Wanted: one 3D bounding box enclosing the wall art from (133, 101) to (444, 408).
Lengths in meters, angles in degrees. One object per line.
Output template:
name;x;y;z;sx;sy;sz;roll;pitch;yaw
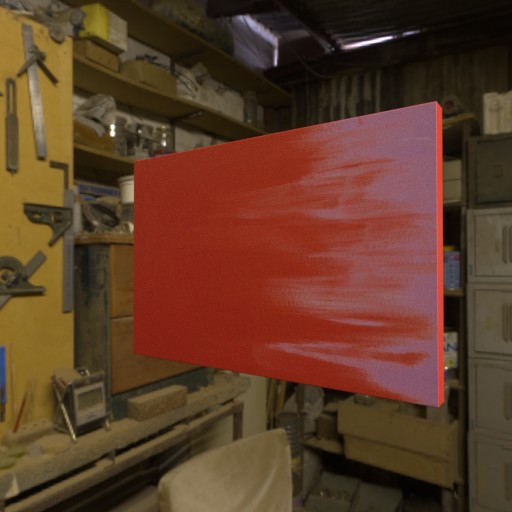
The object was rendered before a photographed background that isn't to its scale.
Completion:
wall art;0.000;0.000;0.772;0.607;0.405;0.033;-1;-1;35
